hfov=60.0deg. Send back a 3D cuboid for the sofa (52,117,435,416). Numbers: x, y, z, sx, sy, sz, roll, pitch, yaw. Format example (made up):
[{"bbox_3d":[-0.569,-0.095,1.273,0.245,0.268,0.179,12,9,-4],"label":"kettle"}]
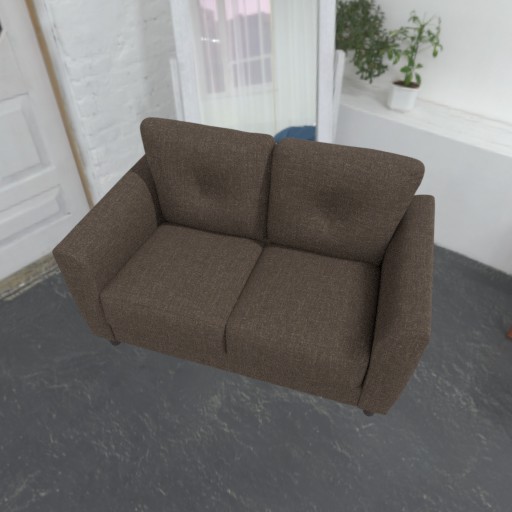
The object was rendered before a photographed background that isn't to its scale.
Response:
[{"bbox_3d":[0.000,0.000,1.967,1.423,0.885,0.851,12,44,13],"label":"sofa"}]
